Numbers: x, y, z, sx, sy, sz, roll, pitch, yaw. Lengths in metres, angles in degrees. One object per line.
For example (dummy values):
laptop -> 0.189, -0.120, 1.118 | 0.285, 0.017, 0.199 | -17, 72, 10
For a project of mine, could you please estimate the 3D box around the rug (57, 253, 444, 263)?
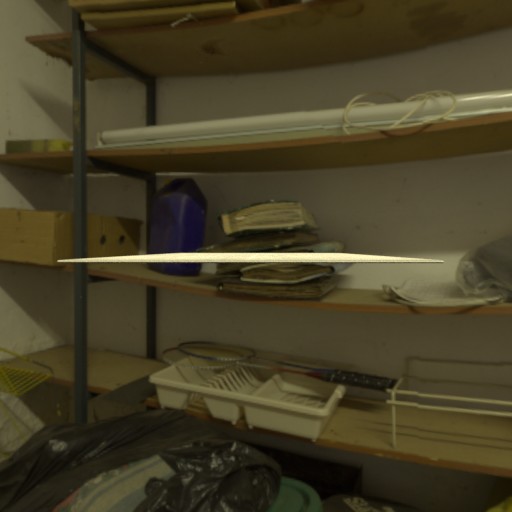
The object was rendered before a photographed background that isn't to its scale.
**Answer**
rug -> 0.000, 0.000, 2.964 | 1.524, 0.012, 2.438 | 0, 1, 1
